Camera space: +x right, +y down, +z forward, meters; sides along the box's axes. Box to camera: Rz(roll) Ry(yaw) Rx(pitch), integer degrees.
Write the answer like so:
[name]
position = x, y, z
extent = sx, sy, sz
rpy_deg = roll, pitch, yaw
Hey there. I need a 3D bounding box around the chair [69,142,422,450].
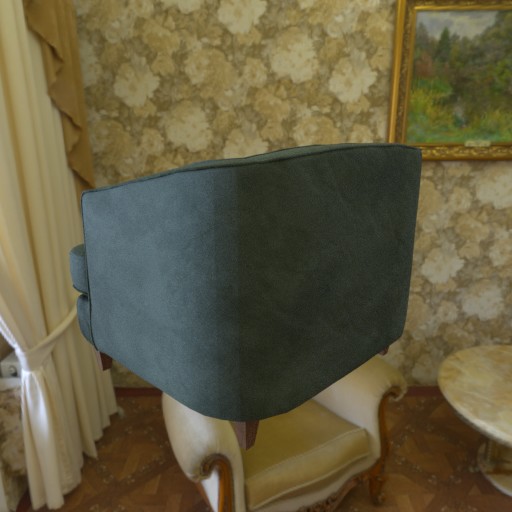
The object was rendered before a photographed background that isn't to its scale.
[chair]
position = 0.000, 0.000, 1.691
extent = 0.941, 0.852, 1.104
rpy_deg = 15, 22, 43
